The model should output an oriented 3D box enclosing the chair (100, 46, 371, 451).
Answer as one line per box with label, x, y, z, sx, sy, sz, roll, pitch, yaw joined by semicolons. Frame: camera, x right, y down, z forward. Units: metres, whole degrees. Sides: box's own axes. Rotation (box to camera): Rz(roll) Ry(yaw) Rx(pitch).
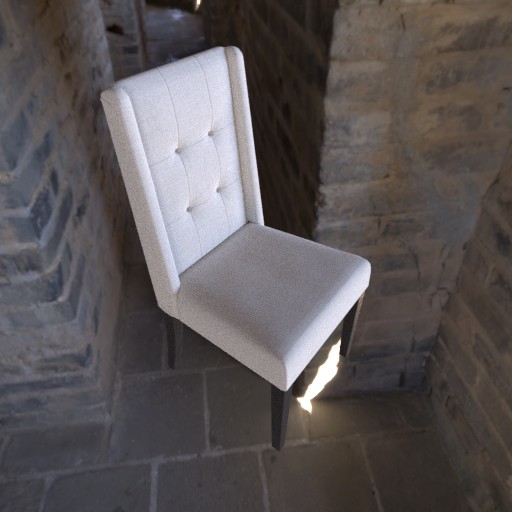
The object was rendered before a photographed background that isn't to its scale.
chair;0.000;0.000;1.251;0.523;0.961;0.474;25;46;27
